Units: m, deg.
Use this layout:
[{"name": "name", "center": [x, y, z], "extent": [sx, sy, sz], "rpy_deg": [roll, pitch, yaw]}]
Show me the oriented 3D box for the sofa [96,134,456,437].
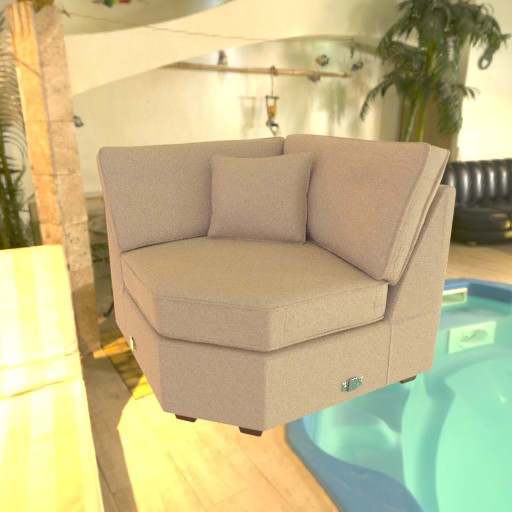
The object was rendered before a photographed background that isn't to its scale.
[{"name": "sofa", "center": [0.000, 0.000, 1.810], "extent": [1.050, 0.937, 1.042], "rpy_deg": [-9, 19, -26]}]
